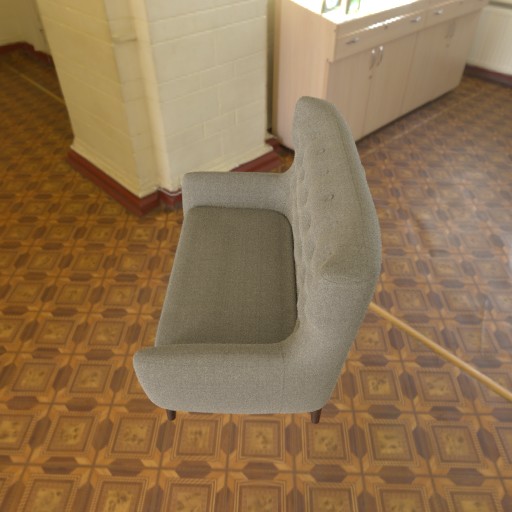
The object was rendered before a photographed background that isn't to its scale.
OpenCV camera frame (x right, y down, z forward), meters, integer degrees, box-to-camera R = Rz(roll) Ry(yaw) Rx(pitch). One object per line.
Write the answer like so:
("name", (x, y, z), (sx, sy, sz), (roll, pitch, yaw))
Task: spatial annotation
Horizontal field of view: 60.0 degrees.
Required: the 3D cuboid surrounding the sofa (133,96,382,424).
("sofa", (0.000, 0.000, 2.092), (0.884, 1.028, 1.386), (1, 41, 1))
